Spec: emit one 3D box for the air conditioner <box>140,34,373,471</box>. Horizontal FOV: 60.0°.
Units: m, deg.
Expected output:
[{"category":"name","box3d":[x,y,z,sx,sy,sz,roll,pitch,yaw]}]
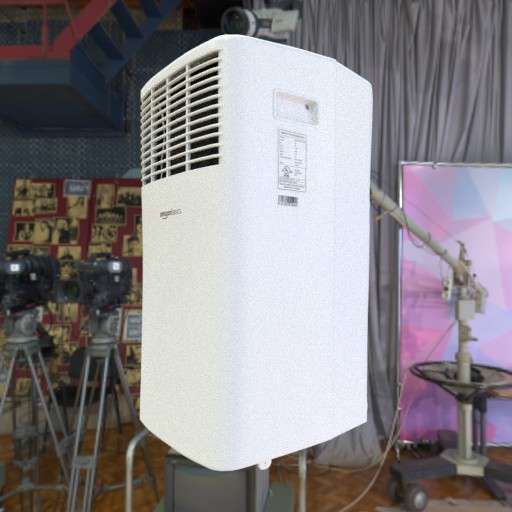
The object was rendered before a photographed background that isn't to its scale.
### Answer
[{"category":"air conditioner","box3d":[0.000,0.000,0.775,0.349,0.606,0.304,0,0,-38]}]
